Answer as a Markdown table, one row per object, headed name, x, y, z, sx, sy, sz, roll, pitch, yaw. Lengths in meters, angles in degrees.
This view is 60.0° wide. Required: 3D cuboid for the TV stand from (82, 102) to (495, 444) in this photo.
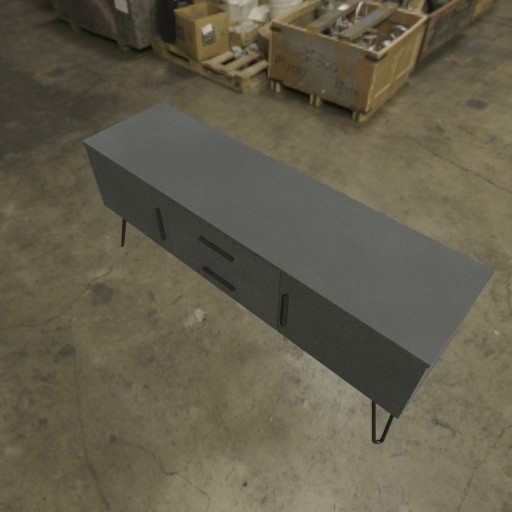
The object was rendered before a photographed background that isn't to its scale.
| name | x | y | z | sx | sy | sz | roll | pitch | yaw |
| --- | --- | --- | --- | --- | --- | --- | --- | --- | --- |
| TV stand | 0.000 | 0.000 | 1.635 | 1.400 | 0.560 | 0.400 | 33 | 55 | 27 |
